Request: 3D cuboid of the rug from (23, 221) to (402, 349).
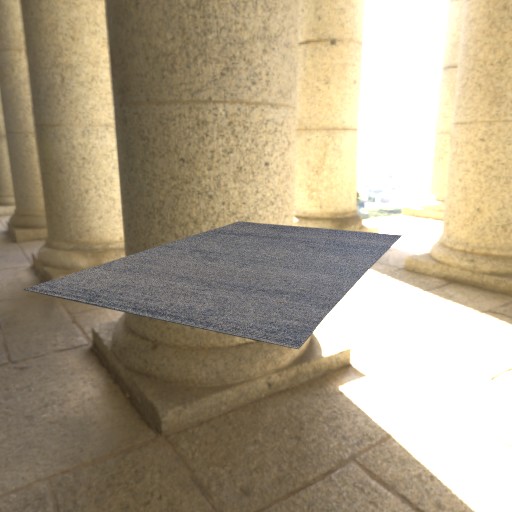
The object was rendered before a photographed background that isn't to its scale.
[{"bbox_3d":[0.000,0.000,2.203,1.135,0.010,1.740,7,16,26],"label":"rug"}]
